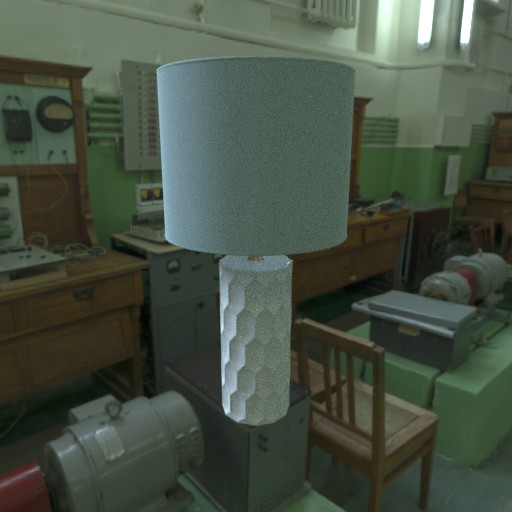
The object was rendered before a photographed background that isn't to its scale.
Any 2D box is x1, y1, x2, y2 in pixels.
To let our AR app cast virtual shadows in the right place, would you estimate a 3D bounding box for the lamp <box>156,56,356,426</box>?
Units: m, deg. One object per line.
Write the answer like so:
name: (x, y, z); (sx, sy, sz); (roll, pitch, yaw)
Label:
lamp: (0.000, 0.000, 0.697); (0.277, 0.534, 0.277); (-14, 20, -43)
